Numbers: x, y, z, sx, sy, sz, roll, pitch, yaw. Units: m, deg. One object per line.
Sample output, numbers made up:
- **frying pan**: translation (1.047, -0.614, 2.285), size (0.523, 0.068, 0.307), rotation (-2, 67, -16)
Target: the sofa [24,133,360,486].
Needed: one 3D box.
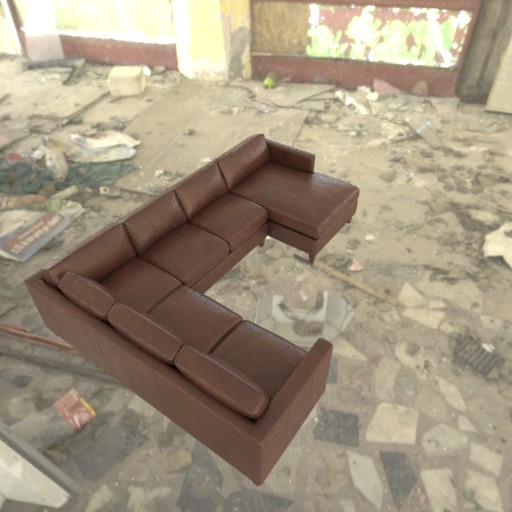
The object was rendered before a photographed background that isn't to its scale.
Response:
- **sofa**: translation (0.000, 0.000, 4.394), size (2.452, 0.891, 3.324), rotation (25, 47, 26)
